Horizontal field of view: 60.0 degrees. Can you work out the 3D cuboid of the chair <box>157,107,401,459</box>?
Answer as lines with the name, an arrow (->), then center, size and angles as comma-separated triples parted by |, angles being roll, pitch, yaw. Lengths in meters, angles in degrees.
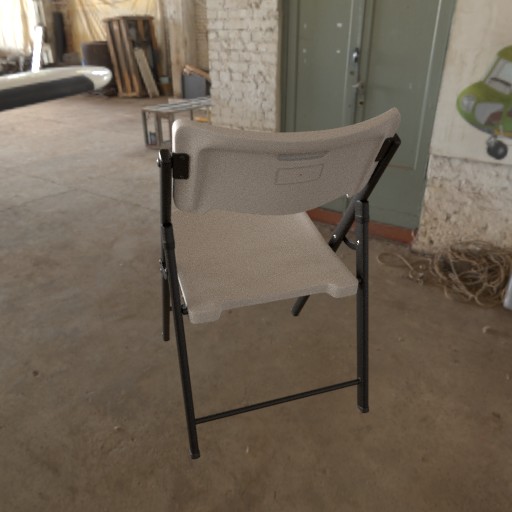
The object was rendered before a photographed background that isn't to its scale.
chair -> 0.000, 0.000, 1.126 | 0.482, 0.765, 0.577 | -8, 28, -16
